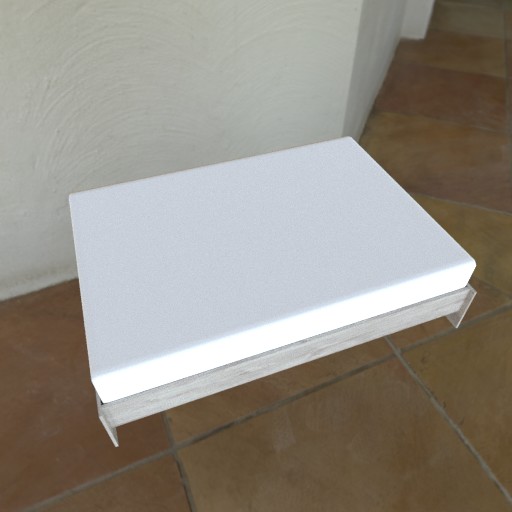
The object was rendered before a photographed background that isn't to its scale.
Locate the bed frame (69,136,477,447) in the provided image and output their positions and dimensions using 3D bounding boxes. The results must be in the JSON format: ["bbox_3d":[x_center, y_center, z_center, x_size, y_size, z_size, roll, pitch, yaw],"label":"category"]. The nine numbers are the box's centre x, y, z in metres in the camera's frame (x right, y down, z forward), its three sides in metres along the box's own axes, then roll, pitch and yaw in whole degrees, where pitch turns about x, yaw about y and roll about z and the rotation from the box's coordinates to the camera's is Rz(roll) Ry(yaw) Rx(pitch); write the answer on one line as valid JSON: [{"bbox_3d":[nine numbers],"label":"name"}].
[{"bbox_3d":[0.000,0.000,2.621,1.945,0.497,1.445,-15,47,-14],"label":"bed frame"}]
